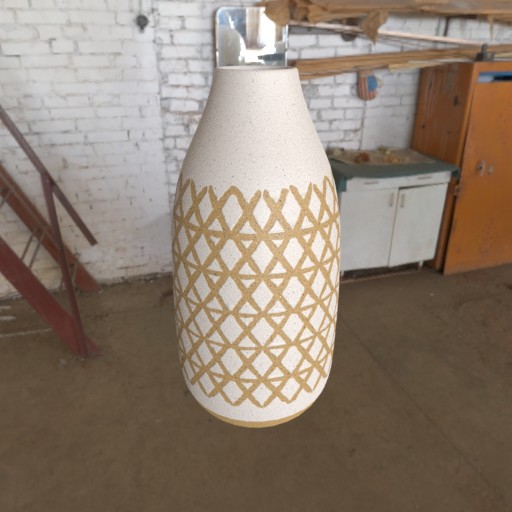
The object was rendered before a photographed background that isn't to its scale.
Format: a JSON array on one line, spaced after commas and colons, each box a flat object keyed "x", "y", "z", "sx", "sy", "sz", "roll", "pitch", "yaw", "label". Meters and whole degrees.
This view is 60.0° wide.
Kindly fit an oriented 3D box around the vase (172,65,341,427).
[{"x": 0.000, "y": 0.000, "z": 0.485, "sx": 0.186, "sy": 0.380, "sz": 0.186, "roll": 0, "pitch": 26, "yaw": 0, "label": "vase"}]
